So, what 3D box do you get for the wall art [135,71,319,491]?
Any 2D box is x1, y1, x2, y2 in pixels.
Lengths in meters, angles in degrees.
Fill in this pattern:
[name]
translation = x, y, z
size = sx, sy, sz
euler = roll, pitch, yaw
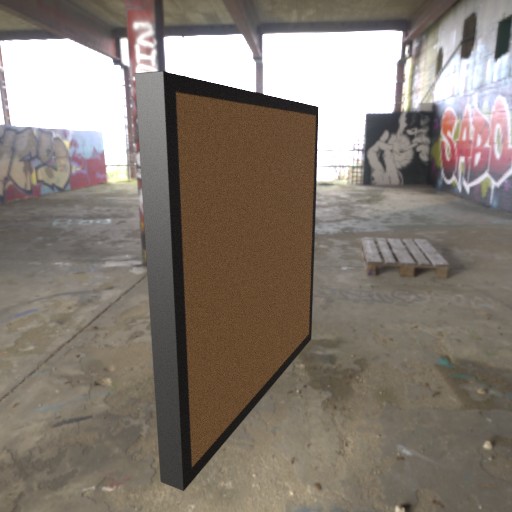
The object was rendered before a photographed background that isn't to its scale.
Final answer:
[wall art]
translation = 0.000, 0.000, 0.738
size = 0.037, 0.506, 0.506
euler = 7, 16, 25
